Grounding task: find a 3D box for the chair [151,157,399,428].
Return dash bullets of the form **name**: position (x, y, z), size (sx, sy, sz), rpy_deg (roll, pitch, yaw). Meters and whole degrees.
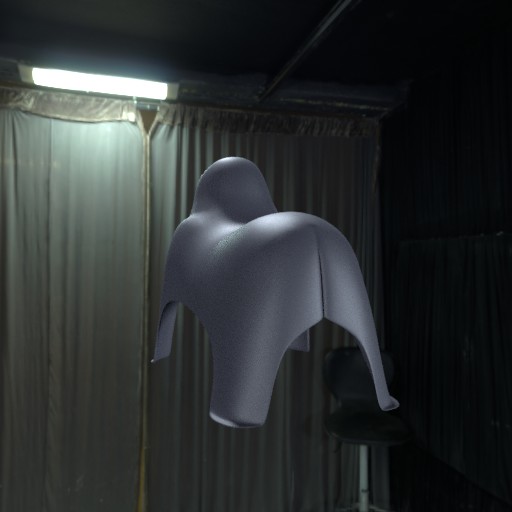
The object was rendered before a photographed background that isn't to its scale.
- **chair**: position (0.000, 0.000, 1.154), size (0.490, 0.600, 0.758), rpy_deg (0, -1, -19)
